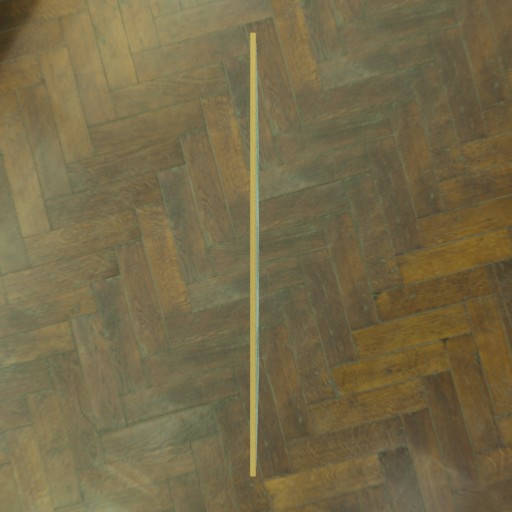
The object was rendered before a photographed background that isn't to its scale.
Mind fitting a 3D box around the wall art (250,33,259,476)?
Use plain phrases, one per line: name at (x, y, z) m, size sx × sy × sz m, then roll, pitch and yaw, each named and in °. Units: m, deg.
wall art at (0.000, 0.000, 1.440) m, size 0.013 × 0.959 × 0.962 m, roll 0°, pitch 89°, yaw 1°
